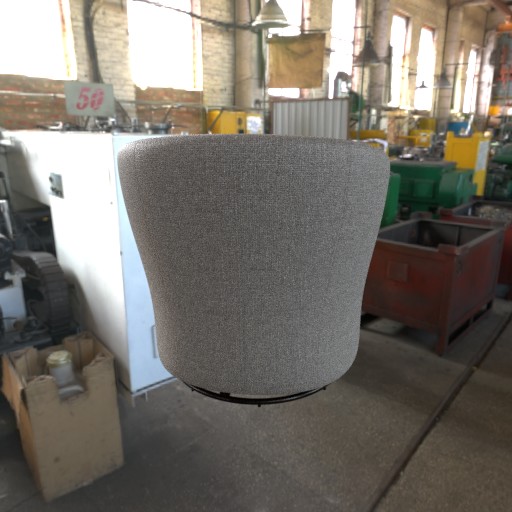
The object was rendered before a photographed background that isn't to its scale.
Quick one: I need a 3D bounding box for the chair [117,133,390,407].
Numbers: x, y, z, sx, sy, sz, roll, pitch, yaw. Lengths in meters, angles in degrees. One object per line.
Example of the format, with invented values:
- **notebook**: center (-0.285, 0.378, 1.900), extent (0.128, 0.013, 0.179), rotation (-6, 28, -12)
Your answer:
- **chair**: center (0.000, 0.000, 1.430), extent (0.791, 0.771, 0.815), rotation (2, 16, 6)
